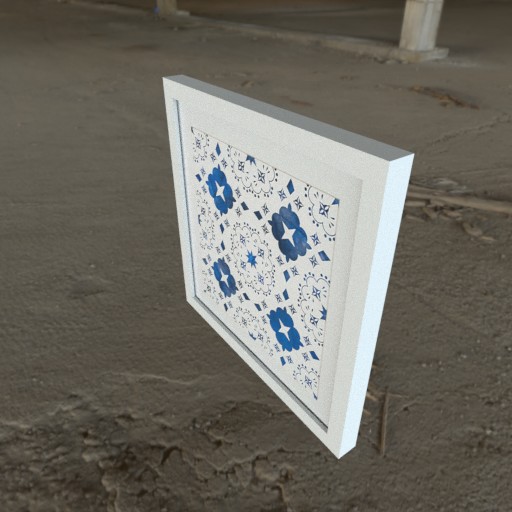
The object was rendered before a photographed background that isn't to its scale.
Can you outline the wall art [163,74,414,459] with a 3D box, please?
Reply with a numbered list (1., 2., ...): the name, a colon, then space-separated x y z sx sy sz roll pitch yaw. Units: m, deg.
1. wall art: 0.000 0.000 0.534 0.027 0.355 0.355 -22 39 -30
